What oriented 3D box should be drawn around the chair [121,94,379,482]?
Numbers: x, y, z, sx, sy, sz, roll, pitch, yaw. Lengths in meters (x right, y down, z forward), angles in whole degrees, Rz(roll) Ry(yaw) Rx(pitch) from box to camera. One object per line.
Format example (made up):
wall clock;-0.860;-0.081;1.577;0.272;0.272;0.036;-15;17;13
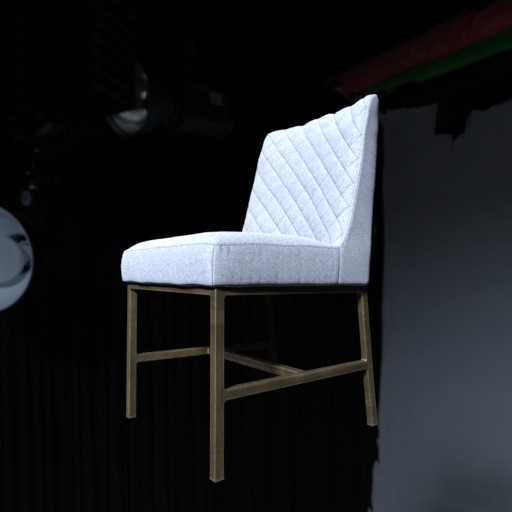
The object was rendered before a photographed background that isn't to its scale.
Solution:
chair;0.000;0.000;1.213;0.587;0.889;0.508;1;-3;-36
